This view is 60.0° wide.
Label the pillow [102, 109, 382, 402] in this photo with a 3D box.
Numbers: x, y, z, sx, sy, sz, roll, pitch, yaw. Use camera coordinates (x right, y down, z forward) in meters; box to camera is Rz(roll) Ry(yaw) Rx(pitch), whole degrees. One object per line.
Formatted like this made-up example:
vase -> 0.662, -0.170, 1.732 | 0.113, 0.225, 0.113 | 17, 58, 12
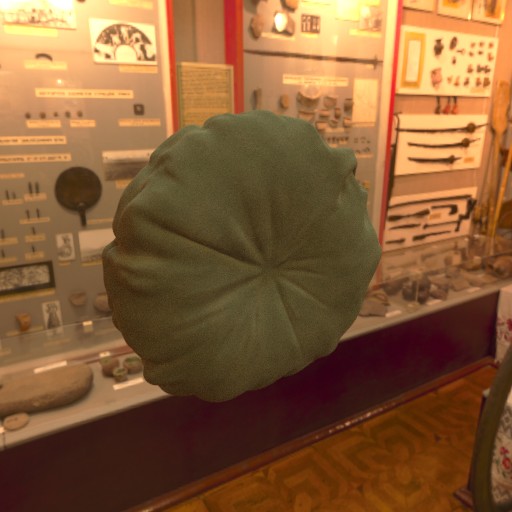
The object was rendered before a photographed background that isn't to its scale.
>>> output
pillow -> 0.000, 0.000, 0.650 | 0.428, 0.407, 0.148 | -9, 19, -28
